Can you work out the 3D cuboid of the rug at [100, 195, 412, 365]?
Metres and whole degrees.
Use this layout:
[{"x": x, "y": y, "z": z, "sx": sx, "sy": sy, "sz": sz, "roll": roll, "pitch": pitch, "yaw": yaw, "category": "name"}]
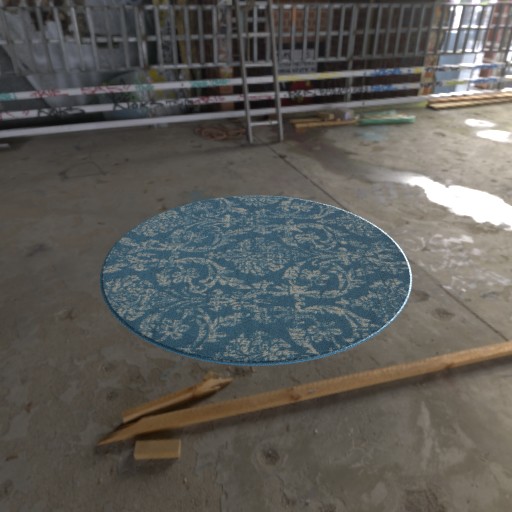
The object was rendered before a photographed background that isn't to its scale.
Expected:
[{"x": 0.000, "y": 0.000, "z": 2.361, "sx": 1.593, "sy": 0.012, "sz": 1.593, "roll": 0, "pitch": 31, "yaw": 0, "category": "rug"}]
